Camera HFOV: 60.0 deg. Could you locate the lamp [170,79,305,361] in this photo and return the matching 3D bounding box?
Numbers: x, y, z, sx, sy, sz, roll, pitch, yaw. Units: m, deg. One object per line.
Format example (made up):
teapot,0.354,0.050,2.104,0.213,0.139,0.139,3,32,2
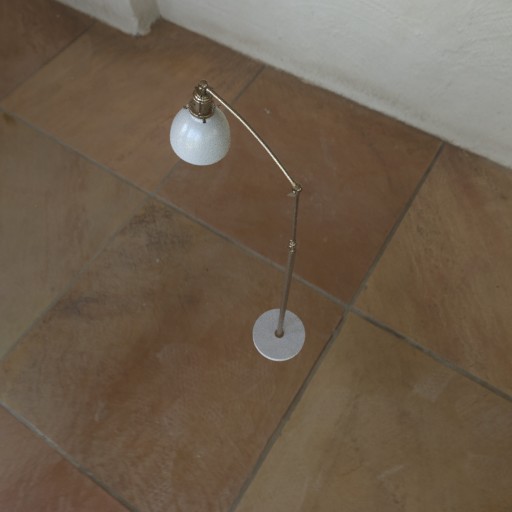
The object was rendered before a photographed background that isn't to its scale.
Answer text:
lamp,0.000,0.000,1.791,0.599,1.586,0.288,33,68,15
